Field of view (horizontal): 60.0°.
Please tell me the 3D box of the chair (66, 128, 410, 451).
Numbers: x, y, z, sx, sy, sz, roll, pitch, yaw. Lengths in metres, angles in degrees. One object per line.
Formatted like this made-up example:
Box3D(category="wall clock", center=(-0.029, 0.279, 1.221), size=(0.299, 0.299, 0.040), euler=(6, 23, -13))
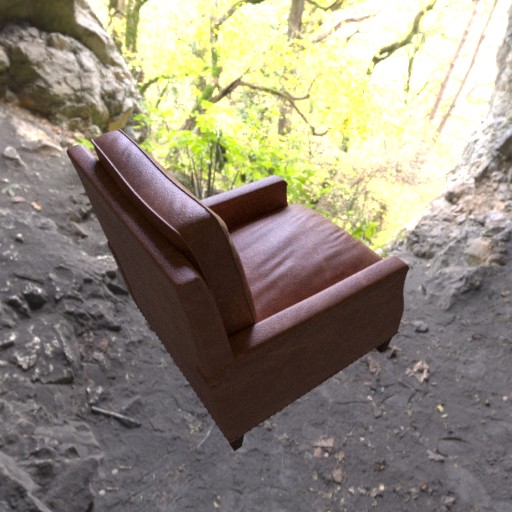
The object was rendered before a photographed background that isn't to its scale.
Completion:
Box3D(category="chair", center=(0.000, 0.000, 1.789), size=(1.035, 1.054, 0.854), euler=(-24, 46, -26))
